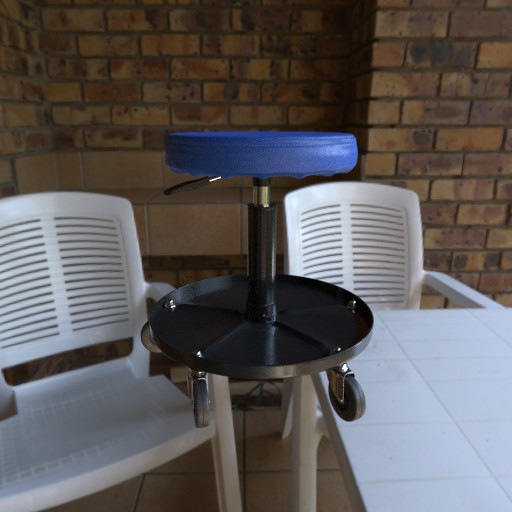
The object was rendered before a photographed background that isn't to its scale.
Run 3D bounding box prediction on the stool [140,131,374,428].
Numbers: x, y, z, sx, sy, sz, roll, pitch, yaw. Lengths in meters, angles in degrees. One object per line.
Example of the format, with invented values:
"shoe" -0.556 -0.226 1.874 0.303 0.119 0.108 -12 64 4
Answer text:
"stool" 0.000 0.000 0.683 0.382 0.365 0.381 -2 17 -7
